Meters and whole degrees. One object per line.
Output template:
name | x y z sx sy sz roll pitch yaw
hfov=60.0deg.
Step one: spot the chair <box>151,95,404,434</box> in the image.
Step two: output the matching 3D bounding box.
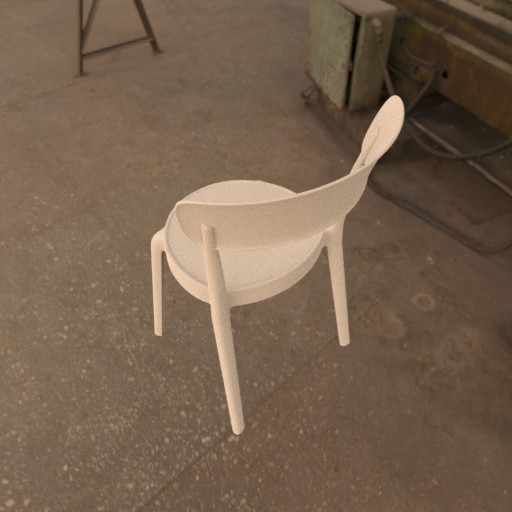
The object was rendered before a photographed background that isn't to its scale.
chair | 0.000 0.000 1.103 0.506 0.790 0.491 -32 54 -26
